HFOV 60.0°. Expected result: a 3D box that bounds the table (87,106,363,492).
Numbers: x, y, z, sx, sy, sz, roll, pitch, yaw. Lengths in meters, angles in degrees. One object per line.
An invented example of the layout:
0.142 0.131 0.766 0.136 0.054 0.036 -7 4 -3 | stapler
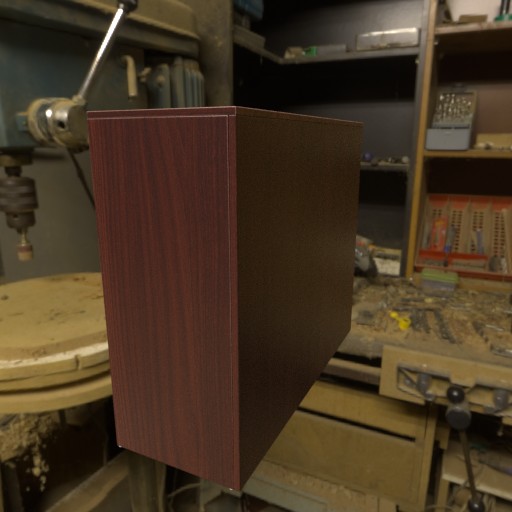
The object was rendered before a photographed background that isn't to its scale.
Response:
0.000 0.000 1.335 0.380 0.790 0.930 7 16 25 | table
